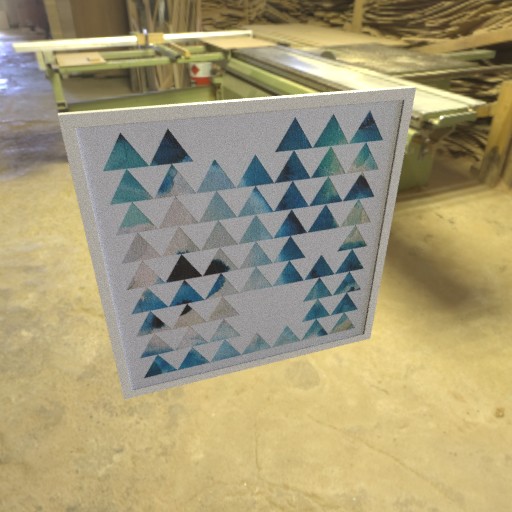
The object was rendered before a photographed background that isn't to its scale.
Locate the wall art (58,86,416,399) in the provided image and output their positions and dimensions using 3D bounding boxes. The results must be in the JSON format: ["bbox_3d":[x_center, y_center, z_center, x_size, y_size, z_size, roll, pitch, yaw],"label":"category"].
[{"bbox_3d":[0.000,0.000,0.814,0.557,0.557,0.012,-10,33,-16],"label":"wall art"}]
